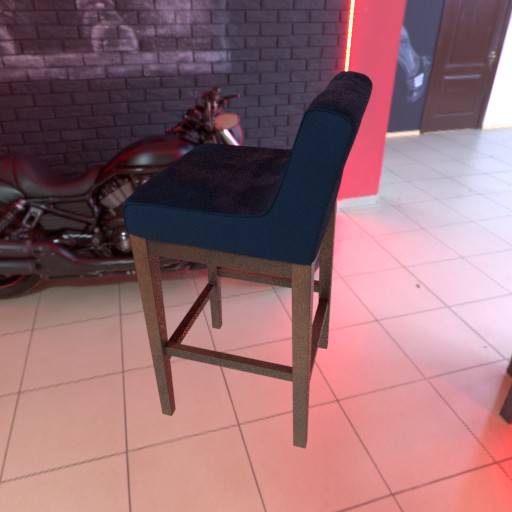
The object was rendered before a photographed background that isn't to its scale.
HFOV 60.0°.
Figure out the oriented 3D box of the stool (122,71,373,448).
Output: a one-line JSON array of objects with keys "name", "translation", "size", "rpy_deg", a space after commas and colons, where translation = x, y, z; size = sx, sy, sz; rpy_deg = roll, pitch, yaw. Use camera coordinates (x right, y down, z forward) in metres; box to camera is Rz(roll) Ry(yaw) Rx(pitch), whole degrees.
[{"name": "stool", "translation": [0.000, 0.000, 1.262], "size": [0.516, 0.945, 0.511], "rpy_deg": [8, 31, 14]}]
